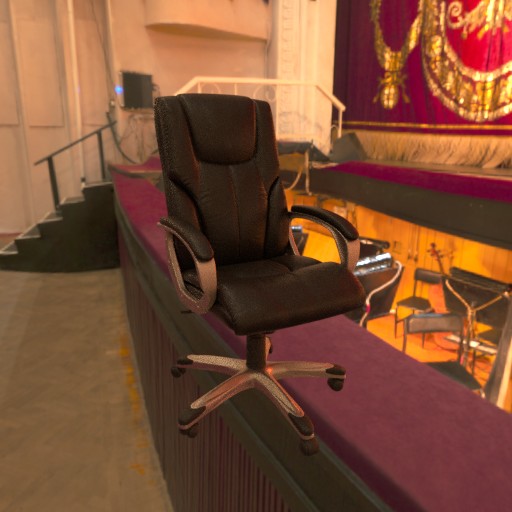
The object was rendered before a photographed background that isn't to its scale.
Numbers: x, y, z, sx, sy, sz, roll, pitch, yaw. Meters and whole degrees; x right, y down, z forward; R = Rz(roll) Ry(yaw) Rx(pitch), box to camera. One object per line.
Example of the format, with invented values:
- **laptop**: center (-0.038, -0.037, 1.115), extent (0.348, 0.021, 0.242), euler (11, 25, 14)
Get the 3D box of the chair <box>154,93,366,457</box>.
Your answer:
- **chair**: center (0.000, 0.000, 1.589), extent (0.700, 1.145, 0.780), euler (-8, 17, -27)
